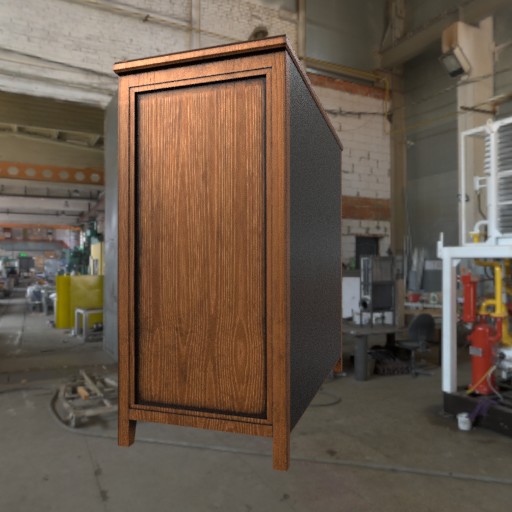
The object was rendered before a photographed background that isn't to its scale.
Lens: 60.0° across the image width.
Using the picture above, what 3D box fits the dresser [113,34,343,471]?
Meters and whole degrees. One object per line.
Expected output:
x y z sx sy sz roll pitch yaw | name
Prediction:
0.000 0.000 1.911 0.591 1.224 1.250 0 -1 18 | dresser
